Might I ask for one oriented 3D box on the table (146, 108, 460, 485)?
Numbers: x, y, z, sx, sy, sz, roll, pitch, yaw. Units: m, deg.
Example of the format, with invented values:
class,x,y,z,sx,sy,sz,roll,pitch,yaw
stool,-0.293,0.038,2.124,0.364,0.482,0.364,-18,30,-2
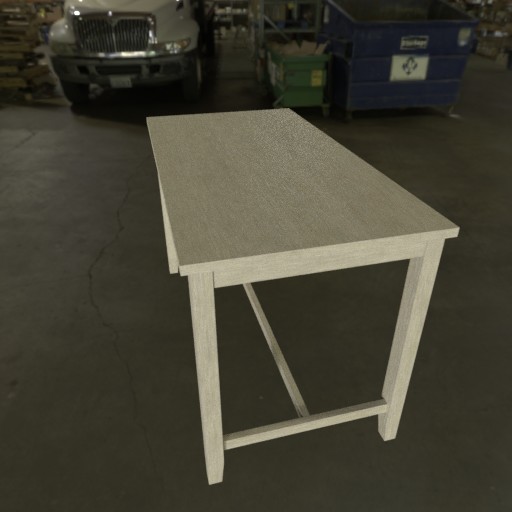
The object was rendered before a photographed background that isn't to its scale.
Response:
class,x,y,z,sx,sy,sz,roll,pitch,yaw
table,0.000,0.000,1.881,0.729,0.874,1.397,-8,32,-13
